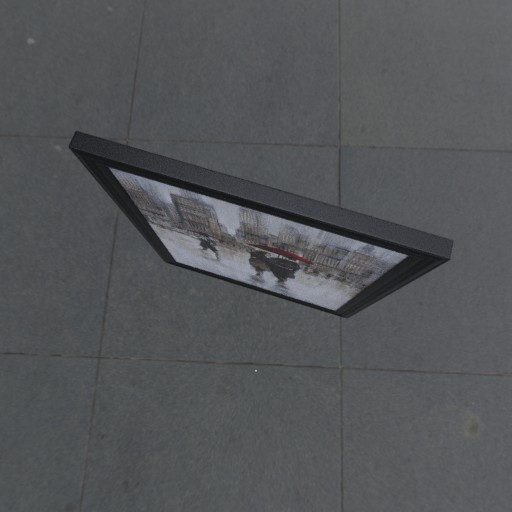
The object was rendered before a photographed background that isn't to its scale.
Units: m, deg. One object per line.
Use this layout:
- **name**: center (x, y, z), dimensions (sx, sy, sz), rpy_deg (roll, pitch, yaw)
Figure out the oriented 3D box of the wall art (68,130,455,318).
- **wall art**: center (0.000, 0.000, 1.630), dimensions (0.950, 1.194, 0.053), rpy_deg (17, 76, 4)
